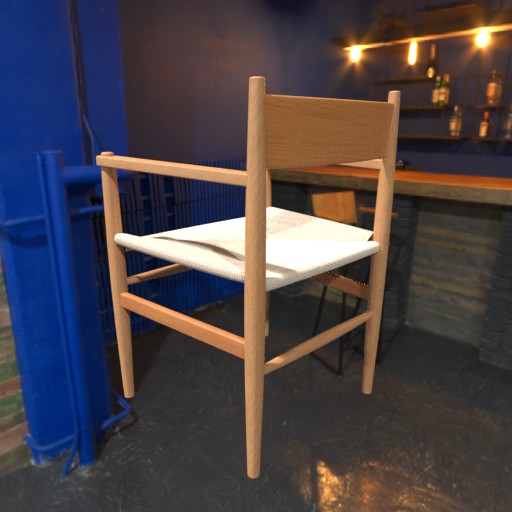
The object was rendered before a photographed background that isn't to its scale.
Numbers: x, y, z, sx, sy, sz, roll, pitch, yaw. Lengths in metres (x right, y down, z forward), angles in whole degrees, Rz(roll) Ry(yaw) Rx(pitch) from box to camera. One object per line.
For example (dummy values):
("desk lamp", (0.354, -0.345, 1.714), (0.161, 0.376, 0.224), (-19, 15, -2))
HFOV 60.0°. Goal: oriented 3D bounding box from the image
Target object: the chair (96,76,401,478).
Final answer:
("chair", (0.000, 0.000, 1.092), (0.556, 0.762, 0.495), (-15, 22, -42))
